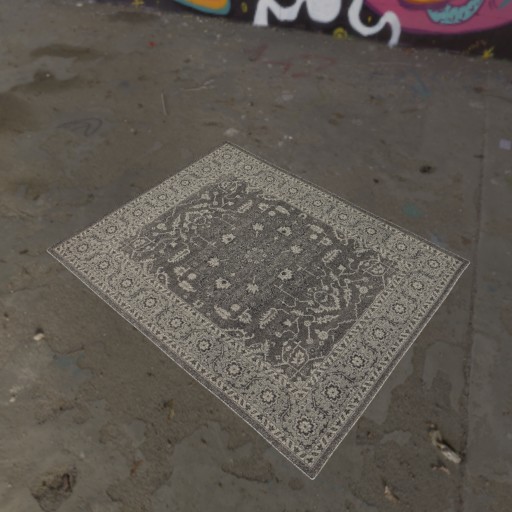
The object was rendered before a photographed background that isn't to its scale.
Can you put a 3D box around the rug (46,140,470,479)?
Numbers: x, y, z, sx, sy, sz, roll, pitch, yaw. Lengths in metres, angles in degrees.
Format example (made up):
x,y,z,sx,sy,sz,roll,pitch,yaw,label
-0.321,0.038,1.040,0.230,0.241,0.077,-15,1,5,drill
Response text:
x,y,z,sx,sy,sz,roll,pitch,yaw,label
0.000,0.000,4.088,3.069,0.026,2.451,32,55,26,rug
